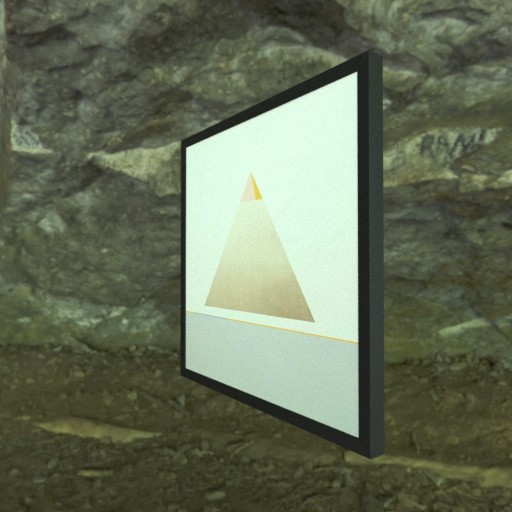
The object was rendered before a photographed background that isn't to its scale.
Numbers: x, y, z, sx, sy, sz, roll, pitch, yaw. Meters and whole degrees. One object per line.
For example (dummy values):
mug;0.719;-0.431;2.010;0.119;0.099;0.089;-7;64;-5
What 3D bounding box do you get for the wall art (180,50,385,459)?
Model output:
wall art;0.000;0.000;0.766;0.028;0.511;0.513;1;-1;-37
